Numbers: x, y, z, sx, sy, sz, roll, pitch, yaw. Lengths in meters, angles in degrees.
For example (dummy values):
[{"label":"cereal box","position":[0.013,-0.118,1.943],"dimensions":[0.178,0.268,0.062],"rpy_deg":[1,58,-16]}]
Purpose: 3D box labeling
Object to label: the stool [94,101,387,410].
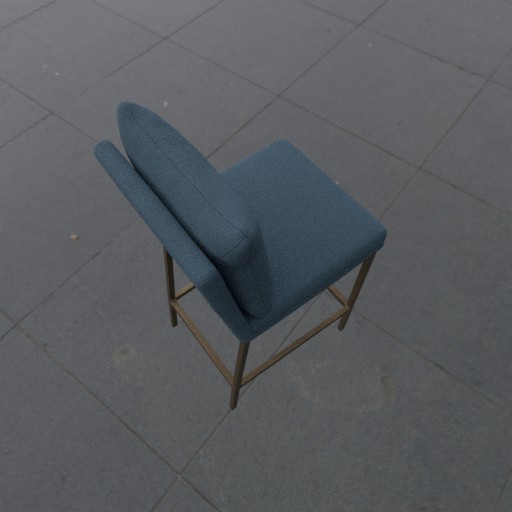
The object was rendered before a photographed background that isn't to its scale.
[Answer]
[{"label":"stool","position":[0.000,0.000,1.321],"dimensions":[0.568,1.032,0.463],"rpy_deg":[-33,63,-19]}]
